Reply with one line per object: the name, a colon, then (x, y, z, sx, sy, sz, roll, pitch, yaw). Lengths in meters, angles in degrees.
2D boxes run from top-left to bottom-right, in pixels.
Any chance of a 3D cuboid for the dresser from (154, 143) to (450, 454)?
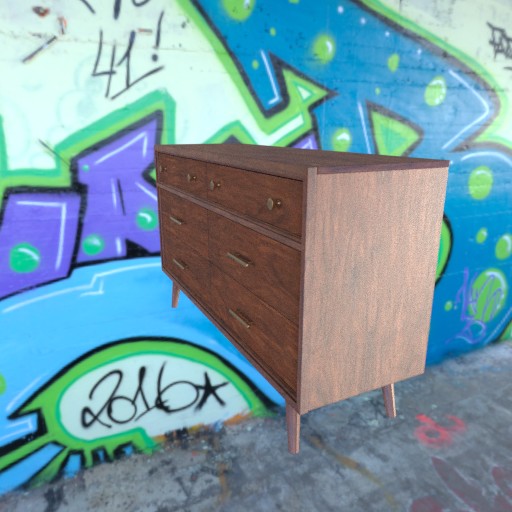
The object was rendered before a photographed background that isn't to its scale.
dresser: (0.000, 0.000, 1.913, 0.500, 0.889, 1.472, -8, 18, -25)
